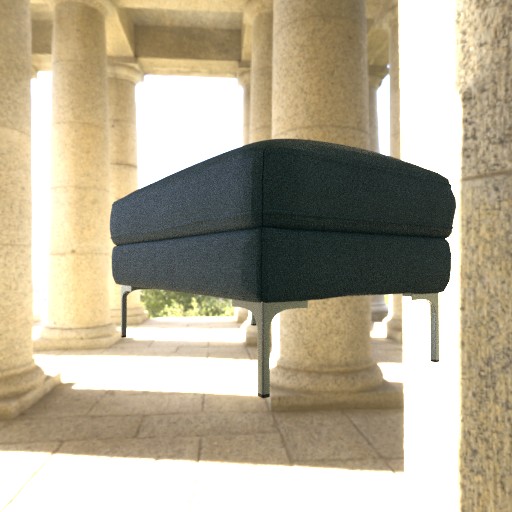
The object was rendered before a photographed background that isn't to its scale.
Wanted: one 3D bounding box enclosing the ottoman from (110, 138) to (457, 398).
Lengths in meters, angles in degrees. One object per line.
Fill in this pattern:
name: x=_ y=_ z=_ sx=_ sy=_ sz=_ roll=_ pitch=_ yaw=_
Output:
ottoman: x=0.000 y=0.000 z=1.209 sx=0.563 sy=0.498 sz=0.856 roll=1 pitch=-2 yaw=-34
